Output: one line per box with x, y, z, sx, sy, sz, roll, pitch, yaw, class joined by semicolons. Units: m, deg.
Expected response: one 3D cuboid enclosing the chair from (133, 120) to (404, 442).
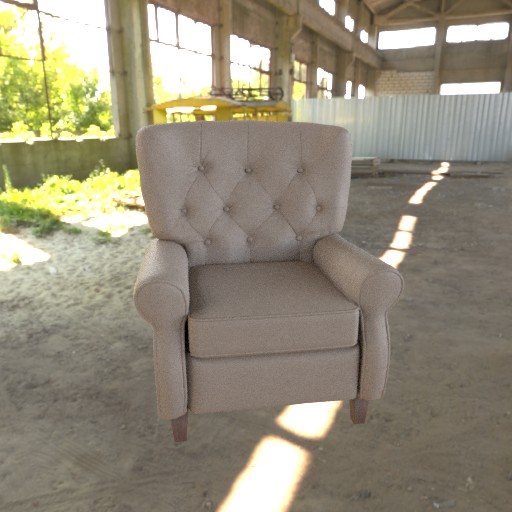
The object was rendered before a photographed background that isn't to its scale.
0.000;0.000;1.909;0.999;1.138;1.041;-2;16;-8;chair
